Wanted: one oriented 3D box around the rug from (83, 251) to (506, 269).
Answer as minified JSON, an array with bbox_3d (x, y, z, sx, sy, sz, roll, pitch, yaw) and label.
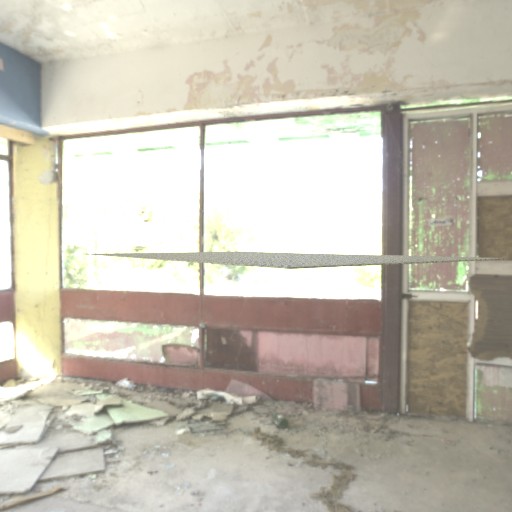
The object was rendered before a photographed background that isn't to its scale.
[{"bbox_3d":[0.000,0.000,2.904,1.526,0.008,2.441,-1,2,-36],"label":"rug"}]
